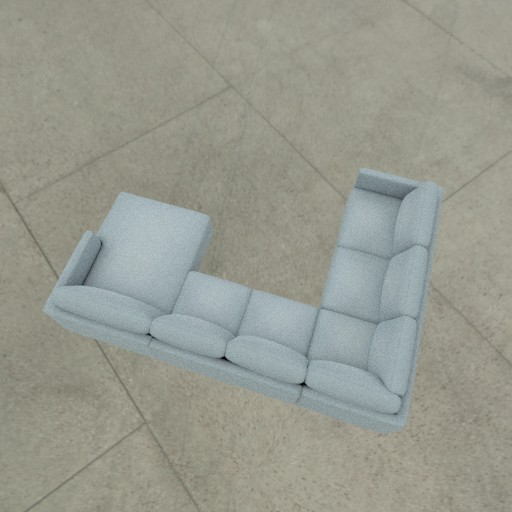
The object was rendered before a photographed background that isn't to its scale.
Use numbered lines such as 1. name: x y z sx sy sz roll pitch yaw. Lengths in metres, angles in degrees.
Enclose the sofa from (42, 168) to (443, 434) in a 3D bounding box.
1. sofa: 0.000 0.000 4.606 3.403 0.889 2.551 16 65 8
